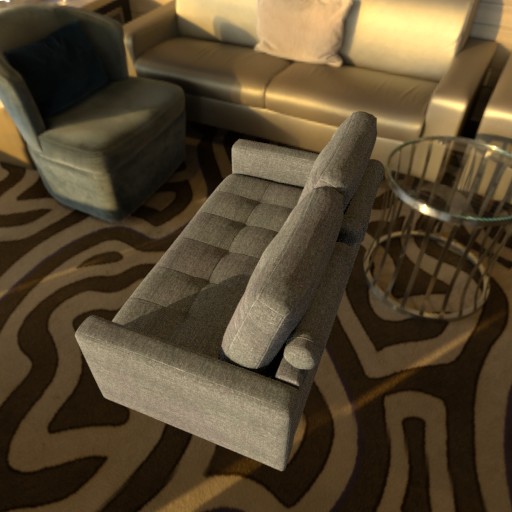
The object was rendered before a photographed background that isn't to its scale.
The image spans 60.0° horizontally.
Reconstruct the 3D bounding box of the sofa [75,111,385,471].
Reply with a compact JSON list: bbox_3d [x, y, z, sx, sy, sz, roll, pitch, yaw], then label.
[{"bbox_3d":[0.000,0.000,1.931,0.842,0.907,1.407,16,47,16],"label":"sofa"}]
